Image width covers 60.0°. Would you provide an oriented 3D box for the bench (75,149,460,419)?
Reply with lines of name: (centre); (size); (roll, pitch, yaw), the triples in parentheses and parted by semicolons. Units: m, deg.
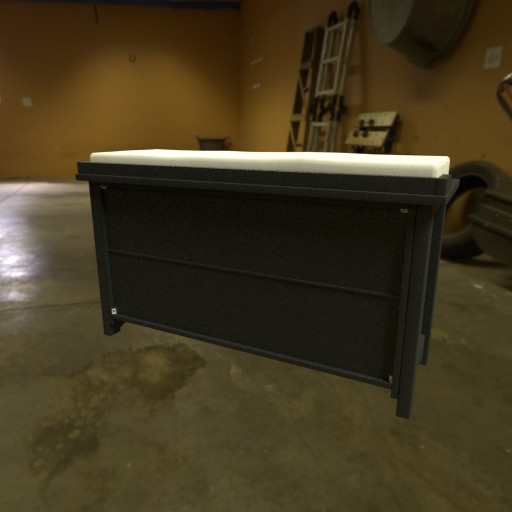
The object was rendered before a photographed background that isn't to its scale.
bench: (0.000, 0.000, 1.241); (0.973, 0.561, 0.345); (8, 18, 26)
